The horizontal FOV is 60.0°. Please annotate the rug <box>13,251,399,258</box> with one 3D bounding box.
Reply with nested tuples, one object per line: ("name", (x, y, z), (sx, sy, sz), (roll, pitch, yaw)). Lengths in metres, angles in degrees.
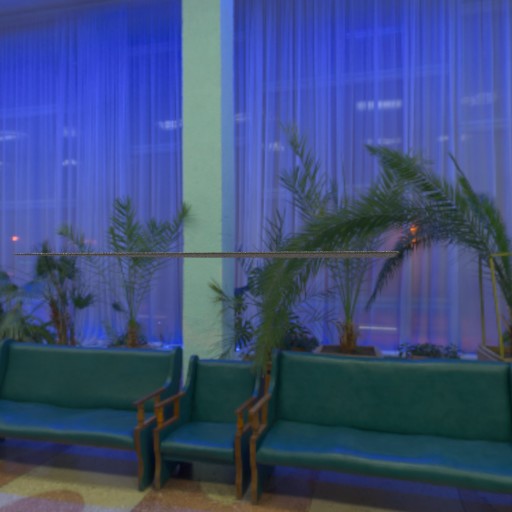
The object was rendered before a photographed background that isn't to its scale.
("rug", (0.000, 0.000, 4.033), (2.434, 0.013, 3.057), (0, -1, 17))
